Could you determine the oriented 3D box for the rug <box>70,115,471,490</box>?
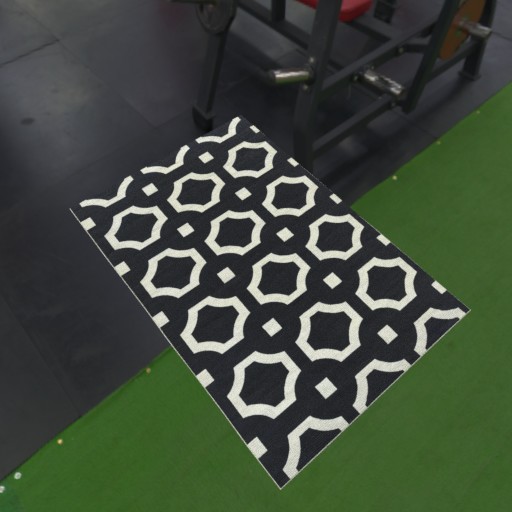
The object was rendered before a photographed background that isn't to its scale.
[{"bbox_3d":[0.000,0.000,2.937,1.555,0.016,2.286,-35,64,-20],"label":"rug"}]
